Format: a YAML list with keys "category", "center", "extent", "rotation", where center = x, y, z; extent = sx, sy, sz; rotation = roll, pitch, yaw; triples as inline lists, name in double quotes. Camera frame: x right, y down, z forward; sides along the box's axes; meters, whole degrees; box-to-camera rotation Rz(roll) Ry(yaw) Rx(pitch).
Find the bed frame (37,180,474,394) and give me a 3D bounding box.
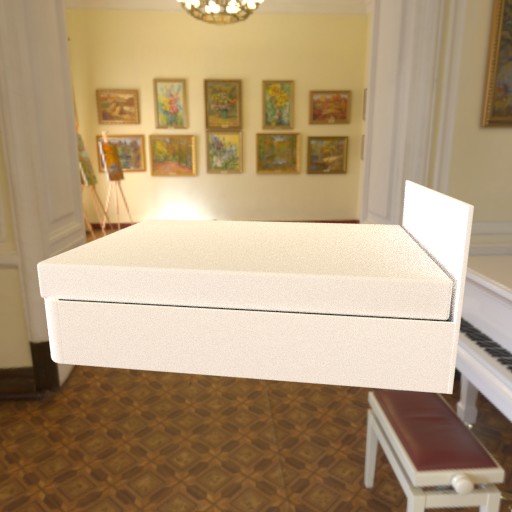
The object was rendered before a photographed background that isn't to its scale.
- category: "bed frame"
  center: [0.000, 0.000, 2.599]
  extent: [1.900, 0.800, 1.400]
  rotation: [2, 14, 8]
